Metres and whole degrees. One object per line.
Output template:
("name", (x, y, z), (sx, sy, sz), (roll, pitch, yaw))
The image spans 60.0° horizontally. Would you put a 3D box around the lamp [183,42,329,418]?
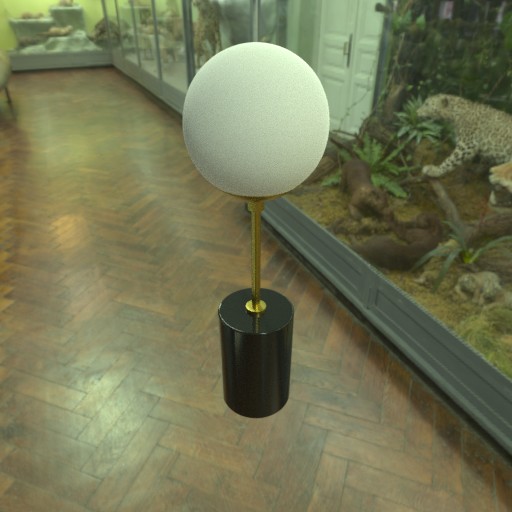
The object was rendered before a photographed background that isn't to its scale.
("lamp", (0.000, 0.000, 0.551), (0.153, 0.480, 0.153), (0, 31, 0))
